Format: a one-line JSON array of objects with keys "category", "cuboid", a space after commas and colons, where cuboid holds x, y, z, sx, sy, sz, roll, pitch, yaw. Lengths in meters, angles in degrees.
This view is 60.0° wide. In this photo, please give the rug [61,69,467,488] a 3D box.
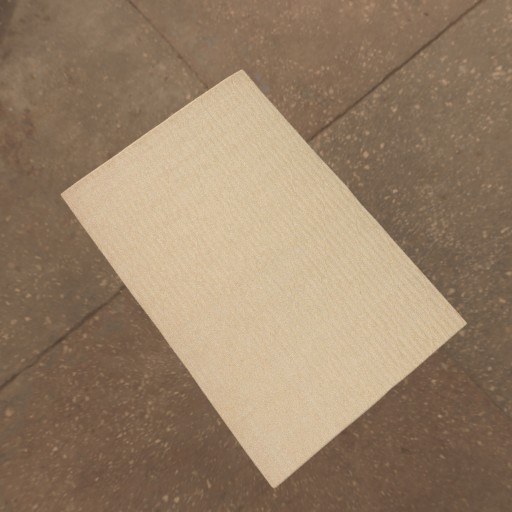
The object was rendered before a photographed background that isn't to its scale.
[{"category": "rug", "cuboid": [0.000, 0.000, 2.291, 1.238, 0.014, 1.848, -37, 79, -8]}]
